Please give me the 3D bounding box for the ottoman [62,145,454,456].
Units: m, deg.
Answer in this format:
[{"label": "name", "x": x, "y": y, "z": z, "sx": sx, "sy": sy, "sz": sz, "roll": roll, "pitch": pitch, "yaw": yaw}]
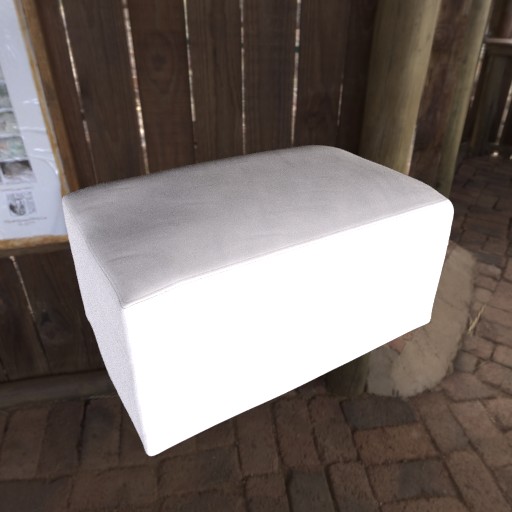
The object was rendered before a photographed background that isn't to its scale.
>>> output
[{"label": "ottoman", "x": 0.000, "y": 0.000, "z": 1.201, "sx": 0.872, "sy": 0.444, "sz": 0.590, "roll": -17, "pitch": 34, "yaw": -27}]
